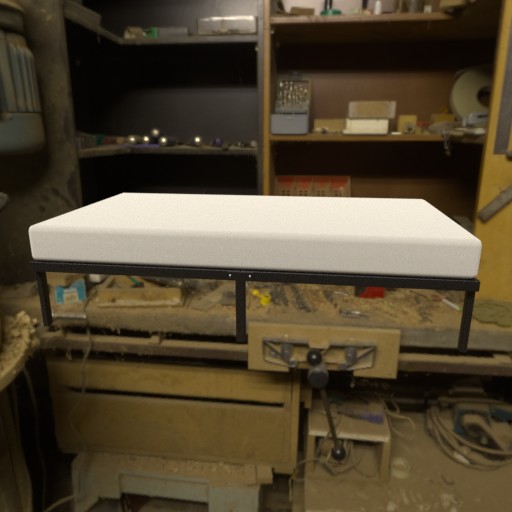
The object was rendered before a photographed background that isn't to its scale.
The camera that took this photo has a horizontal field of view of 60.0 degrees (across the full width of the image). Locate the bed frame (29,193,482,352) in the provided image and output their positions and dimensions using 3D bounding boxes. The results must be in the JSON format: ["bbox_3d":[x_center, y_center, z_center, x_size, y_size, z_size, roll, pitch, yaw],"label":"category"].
[{"bbox_3d":[0.000,0.000,3.240,2.635,0.680,1.393,2,17,7],"label":"bed frame"}]
